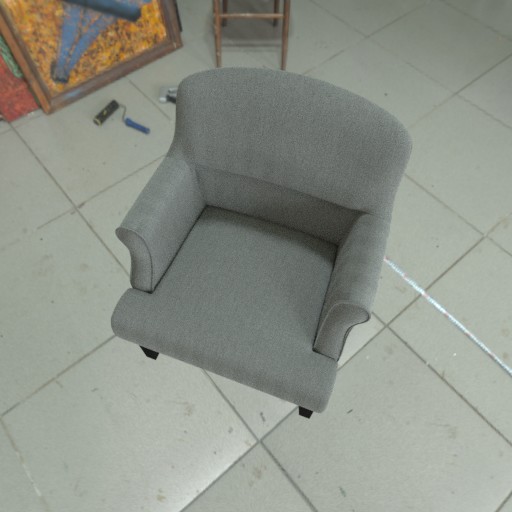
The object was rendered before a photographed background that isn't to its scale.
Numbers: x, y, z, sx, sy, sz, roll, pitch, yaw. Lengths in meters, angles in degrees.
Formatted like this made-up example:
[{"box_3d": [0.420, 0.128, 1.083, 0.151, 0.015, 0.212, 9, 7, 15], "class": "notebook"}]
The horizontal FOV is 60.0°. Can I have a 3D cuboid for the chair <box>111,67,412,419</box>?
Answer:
[{"box_3d": [0.000, 0.000, 1.458, 0.772, 0.880, 0.755, 18, 61, 10], "class": "chair"}]
